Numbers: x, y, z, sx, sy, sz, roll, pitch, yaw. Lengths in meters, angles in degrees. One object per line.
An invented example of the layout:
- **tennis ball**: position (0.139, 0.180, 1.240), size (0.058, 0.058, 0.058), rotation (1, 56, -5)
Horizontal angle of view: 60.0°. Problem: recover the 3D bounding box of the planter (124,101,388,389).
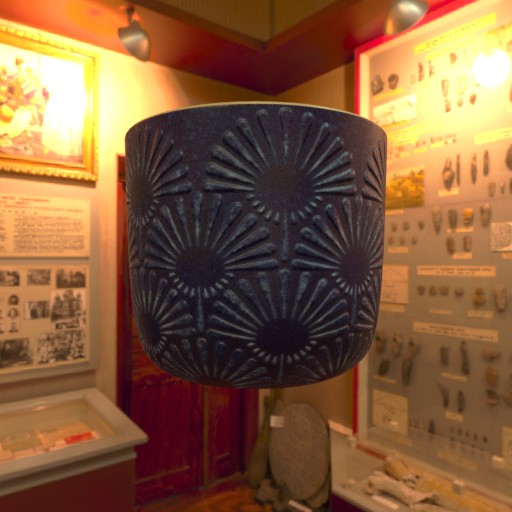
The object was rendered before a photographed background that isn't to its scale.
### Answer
- **planter**: position (0.000, 0.000, 0.217), size (0.124, 0.109, 0.124), rotation (0, 0, 0)
